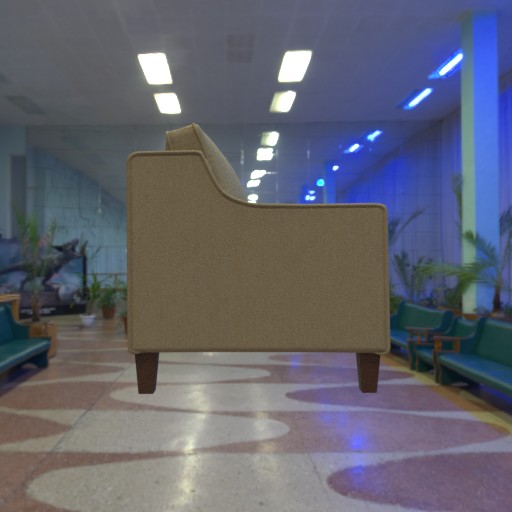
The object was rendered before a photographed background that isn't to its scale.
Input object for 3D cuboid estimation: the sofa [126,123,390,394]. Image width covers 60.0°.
[{"bbox_3d":[0.000,0.000,2.494,0.911,0.974,1.986,0,-1,-1],"label":"sofa"}]
